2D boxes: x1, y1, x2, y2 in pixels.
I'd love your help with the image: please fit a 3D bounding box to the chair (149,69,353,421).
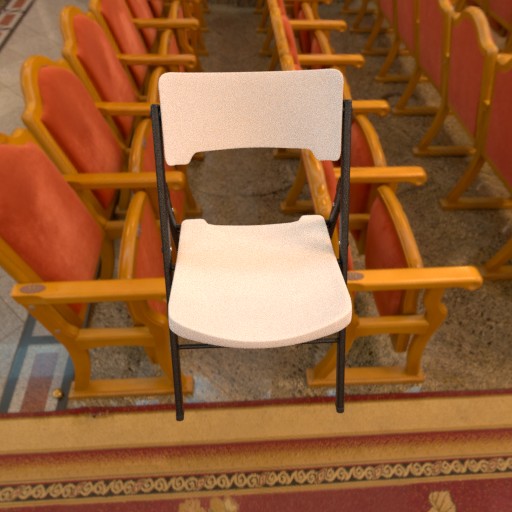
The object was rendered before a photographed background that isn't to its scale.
[{"bbox_3d":[0.000,0.000,1.148,0.482,0.765,0.577,-2,47,-2],"label":"chair"}]
